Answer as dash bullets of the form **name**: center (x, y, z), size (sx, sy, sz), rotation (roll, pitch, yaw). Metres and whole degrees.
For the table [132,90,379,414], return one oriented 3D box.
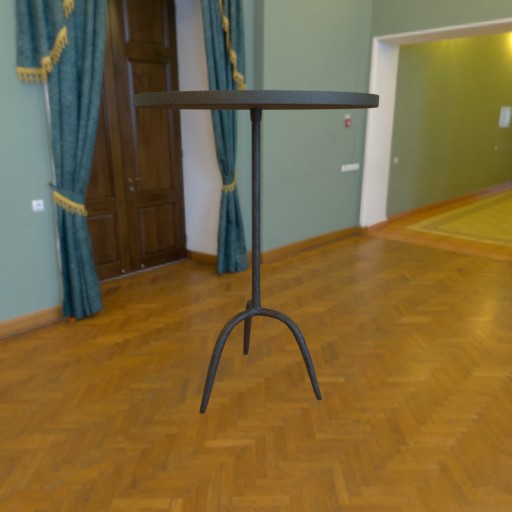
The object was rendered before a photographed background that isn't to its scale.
- **table**: center (0.000, 0.000, 1.036), size (0.502, 0.700, 0.502), rotation (16, 23, 41)
